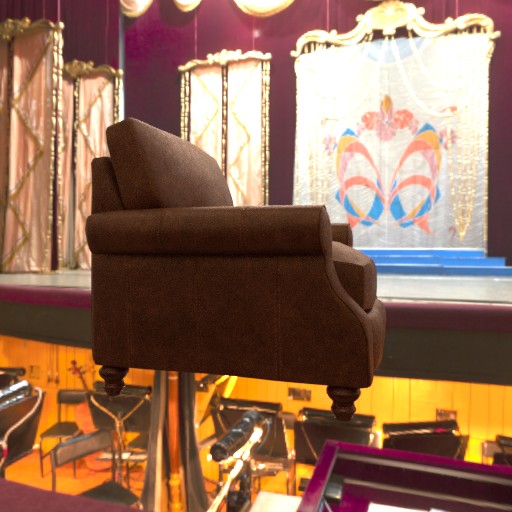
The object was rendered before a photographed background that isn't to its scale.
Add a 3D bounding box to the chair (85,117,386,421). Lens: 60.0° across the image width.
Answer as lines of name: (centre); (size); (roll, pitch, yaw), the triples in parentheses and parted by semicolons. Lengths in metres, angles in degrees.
chair: (0.000, 0.000, 1.783); (1.002, 0.976, 0.996); (0, 0, 17)
